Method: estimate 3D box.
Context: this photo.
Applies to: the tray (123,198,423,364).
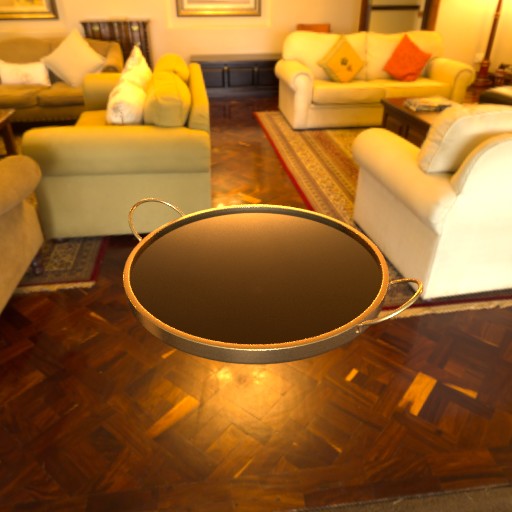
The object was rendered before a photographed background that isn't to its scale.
[{"bbox_3d":[0.000,0.000,0.751,0.543,0.069,0.438,19,36,28],"label":"tray"}]
